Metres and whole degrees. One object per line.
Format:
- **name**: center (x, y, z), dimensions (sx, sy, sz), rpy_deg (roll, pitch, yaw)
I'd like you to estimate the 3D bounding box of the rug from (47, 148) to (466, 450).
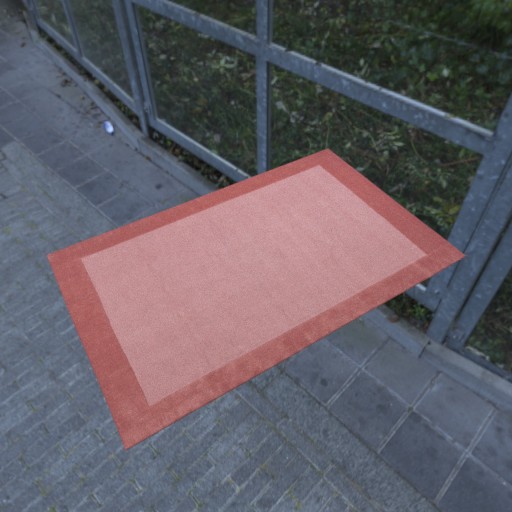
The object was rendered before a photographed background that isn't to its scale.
- **rug**: center (0.000, 0.000, 3.030), dimensions (2.438, 0.014, 1.524), rpy_deg (-24, 52, -21)
